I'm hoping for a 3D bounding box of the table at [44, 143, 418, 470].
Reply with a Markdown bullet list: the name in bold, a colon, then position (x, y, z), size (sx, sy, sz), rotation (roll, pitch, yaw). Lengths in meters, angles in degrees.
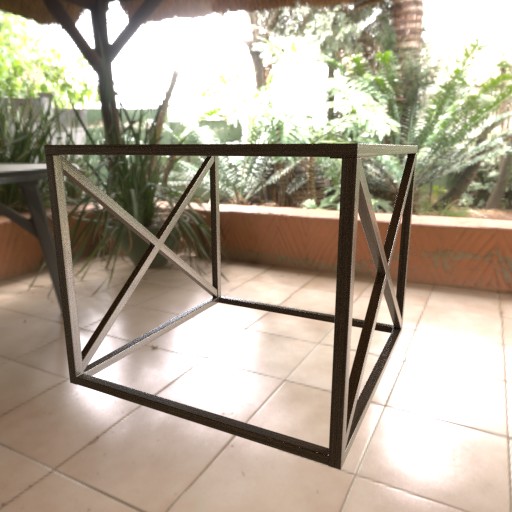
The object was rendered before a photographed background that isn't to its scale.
- **table**: position (0.000, 0.000, 1.047), size (0.609, 0.507, 0.611), rotation (7, 15, 26)
